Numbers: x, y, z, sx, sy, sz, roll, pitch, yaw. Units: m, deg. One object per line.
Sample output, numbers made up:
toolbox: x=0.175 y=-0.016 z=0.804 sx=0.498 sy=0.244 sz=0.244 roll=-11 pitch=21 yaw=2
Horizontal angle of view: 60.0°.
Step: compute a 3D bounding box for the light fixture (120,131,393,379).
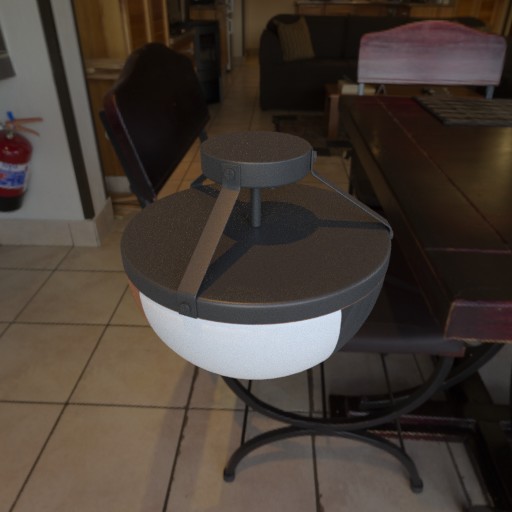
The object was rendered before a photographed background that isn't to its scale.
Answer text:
light fixture: x=0.000 y=0.000 z=0.531 sx=0.304 sy=0.269 sz=0.304 roll=0 pitch=30 yaw=0
